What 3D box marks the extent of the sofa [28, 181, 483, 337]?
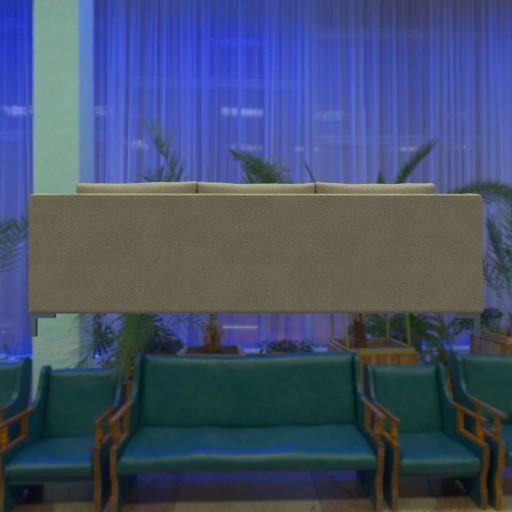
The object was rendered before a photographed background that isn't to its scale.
[{"bbox_3d":[0.000,0.000,2.827,2.415,0.867,0.969,0,-1,0],"label":"sofa"}]
